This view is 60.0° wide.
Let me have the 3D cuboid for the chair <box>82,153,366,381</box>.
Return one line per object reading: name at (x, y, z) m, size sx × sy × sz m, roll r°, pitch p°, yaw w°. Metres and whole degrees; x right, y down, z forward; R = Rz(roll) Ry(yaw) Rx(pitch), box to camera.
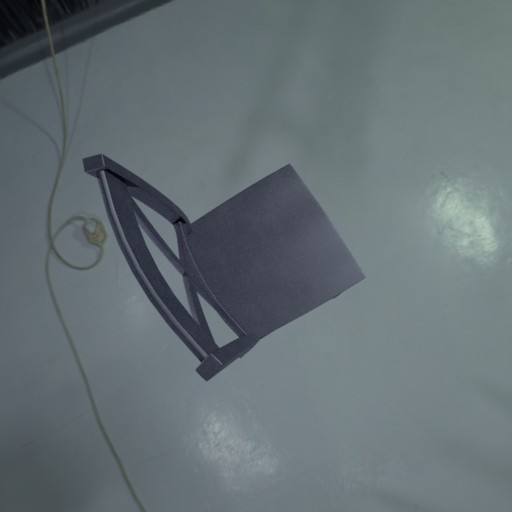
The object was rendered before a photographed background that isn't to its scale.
chair at (0.000, 0.000, 1.317) m, size 0.542 × 0.983 × 0.485 m, roll -31°, pitch 79°, yaw -7°
